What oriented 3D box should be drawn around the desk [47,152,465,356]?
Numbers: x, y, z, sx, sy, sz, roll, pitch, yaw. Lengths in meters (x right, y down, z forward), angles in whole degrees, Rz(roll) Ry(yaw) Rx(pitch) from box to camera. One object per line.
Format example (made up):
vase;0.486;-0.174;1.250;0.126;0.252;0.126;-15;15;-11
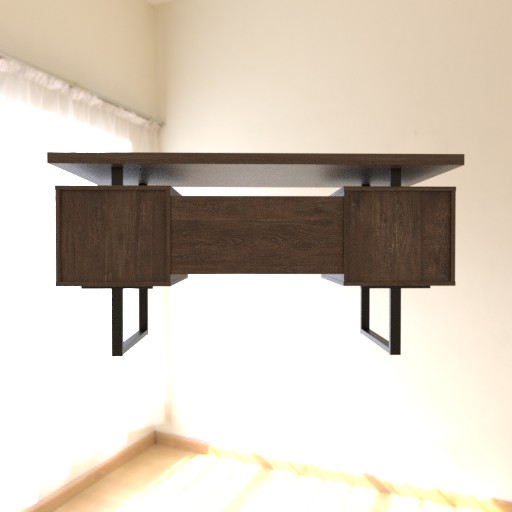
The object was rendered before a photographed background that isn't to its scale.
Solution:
desk;0.000;0.000;1.921;1.524;0.760;0.600;0;1;-1
